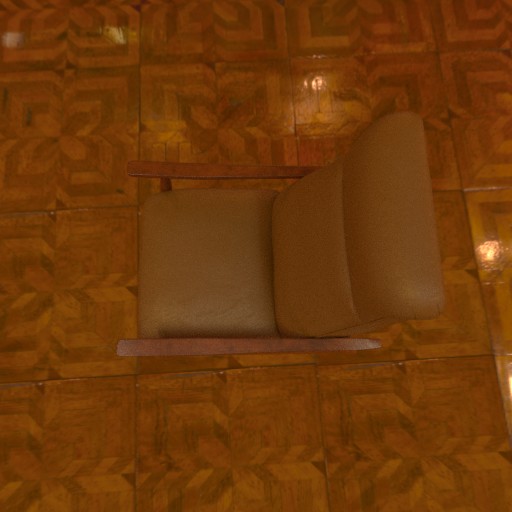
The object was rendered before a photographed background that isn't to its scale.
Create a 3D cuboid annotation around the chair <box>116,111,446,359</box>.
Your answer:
[{"bbox_3d":[0.000,0.000,1.753,1.014,1.082,0.762,-1,75,0],"label":"chair"}]
